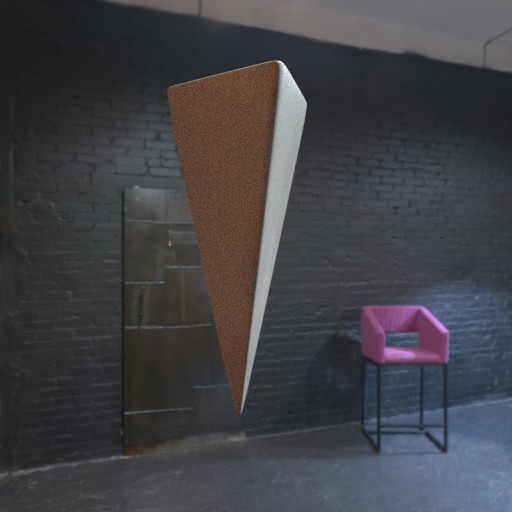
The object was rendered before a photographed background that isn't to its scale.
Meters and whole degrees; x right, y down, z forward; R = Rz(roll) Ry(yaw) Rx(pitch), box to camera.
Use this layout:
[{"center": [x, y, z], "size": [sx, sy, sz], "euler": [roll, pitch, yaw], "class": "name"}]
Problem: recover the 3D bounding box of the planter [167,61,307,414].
[{"center": [0.000, 0.000, 0.160], "size": [0.058, 0.130, 0.047], "euler": [0, 0, -18], "class": "planter"}]
